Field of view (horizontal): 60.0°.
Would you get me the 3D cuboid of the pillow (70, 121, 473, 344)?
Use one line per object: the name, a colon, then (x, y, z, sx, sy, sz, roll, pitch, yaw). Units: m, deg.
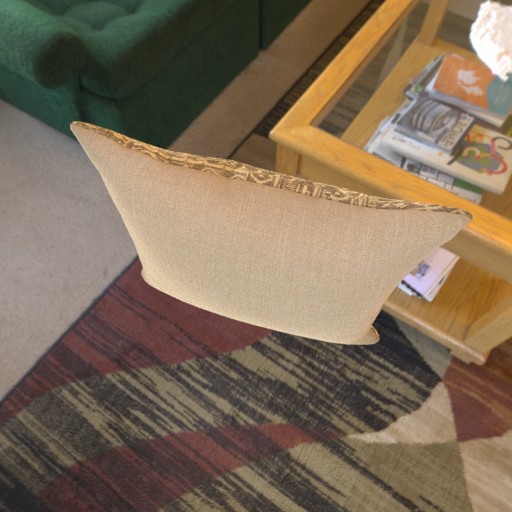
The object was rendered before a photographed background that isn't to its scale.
pillow: (0.000, 0.000, 0.776, 0.546, 0.487, 0.180, 14, 63, 8)
